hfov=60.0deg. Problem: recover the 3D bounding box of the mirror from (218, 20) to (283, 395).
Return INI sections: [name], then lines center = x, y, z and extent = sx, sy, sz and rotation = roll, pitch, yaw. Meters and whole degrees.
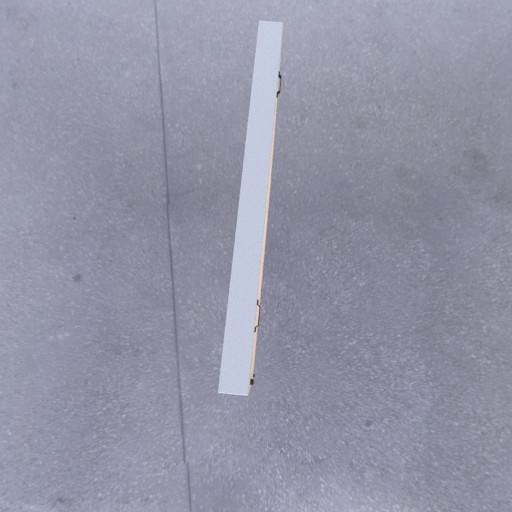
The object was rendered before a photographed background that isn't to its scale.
[mirror]
center = 0.000, 0.000, 0.910
extent = 0.039, 0.710, 0.507
rotation = 5, 76, 1
